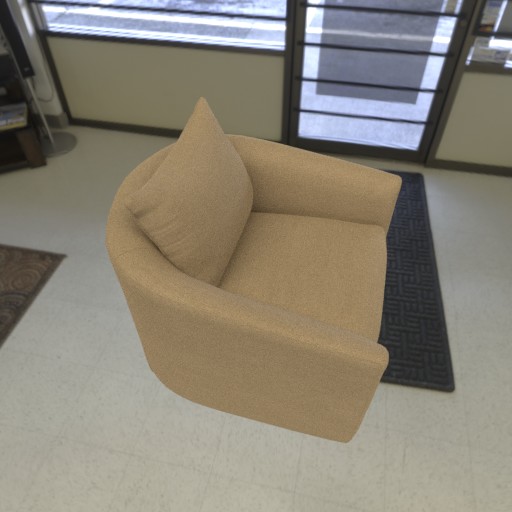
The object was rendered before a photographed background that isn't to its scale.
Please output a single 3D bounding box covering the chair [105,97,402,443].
[{"bbox_3d":[0.000,0.000,1.563,0.910,0.848,0.845,11,47,11],"label":"chair"}]
